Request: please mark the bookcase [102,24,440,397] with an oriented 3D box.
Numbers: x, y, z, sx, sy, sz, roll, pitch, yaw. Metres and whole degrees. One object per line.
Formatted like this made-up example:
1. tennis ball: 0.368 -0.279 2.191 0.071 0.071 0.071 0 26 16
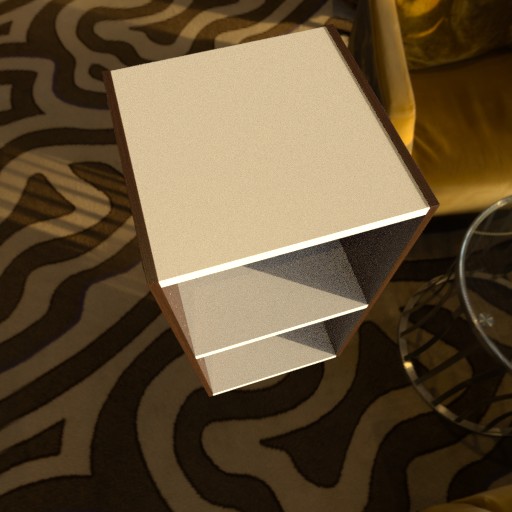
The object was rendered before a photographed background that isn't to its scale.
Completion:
1. bookcase: 0.000 0.000 0.754 0.300 0.600 0.290 -15 64 -8
